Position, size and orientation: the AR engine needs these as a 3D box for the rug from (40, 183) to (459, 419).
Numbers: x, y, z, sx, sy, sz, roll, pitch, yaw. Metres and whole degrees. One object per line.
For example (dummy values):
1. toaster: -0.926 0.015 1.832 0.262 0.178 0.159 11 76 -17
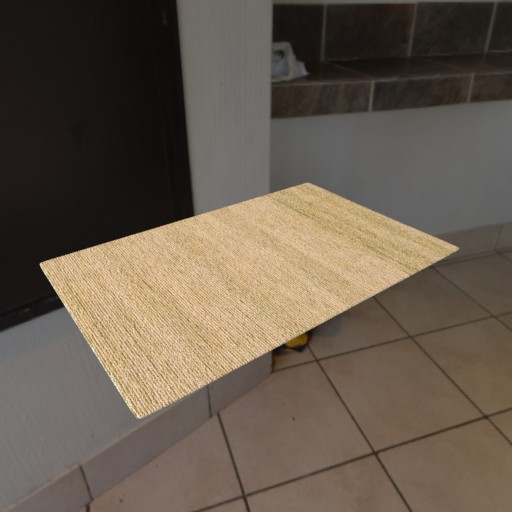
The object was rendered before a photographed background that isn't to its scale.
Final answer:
1. rug: 0.000 0.000 2.194 1.758 0.010 1.143 -21 37 -31
